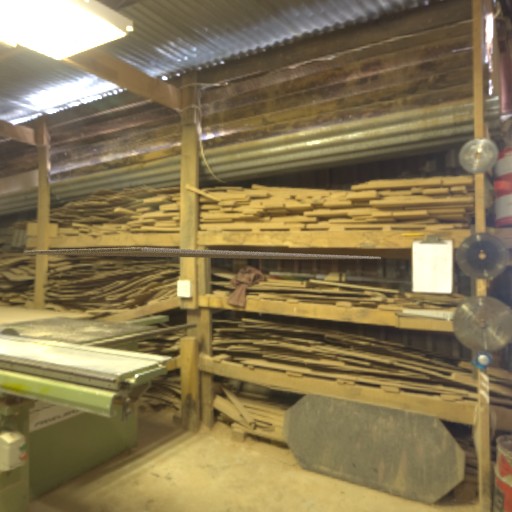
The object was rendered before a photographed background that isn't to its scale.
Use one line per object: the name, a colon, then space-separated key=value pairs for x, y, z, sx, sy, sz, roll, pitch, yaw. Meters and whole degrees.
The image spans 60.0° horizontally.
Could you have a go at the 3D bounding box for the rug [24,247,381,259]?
rug: x=0.000 y=0.000 z=2.496 sx=0.678 sy=0.014 sz=2.276 roll=-1 pitch=-1 yaw=34
